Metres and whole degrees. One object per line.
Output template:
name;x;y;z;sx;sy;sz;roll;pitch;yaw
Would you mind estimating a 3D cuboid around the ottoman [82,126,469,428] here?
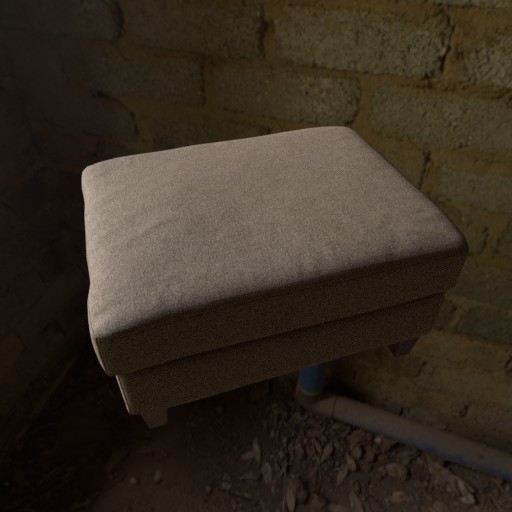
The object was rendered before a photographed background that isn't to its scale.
ottoman;0.000;0.000;1.306;0.889;0.511;0.692;-12;43;-13
